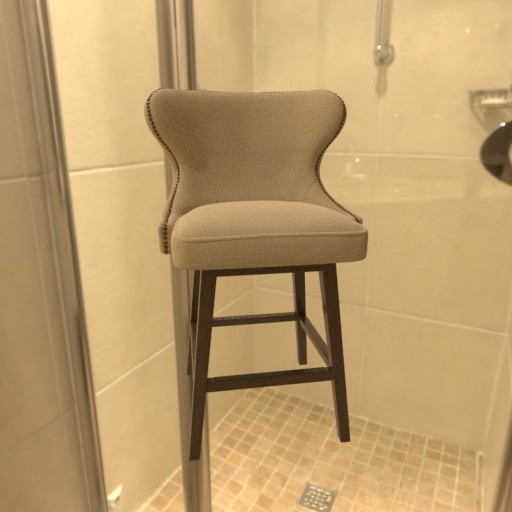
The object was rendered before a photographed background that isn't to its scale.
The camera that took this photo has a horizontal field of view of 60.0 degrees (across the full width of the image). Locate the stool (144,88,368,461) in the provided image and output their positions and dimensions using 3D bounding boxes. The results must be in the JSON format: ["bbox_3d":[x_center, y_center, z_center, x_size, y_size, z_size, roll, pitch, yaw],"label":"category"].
[{"bbox_3d":[0.000,0.000,1.334,0.615,0.972,0.597,-3,17,-9],"label":"stool"}]
